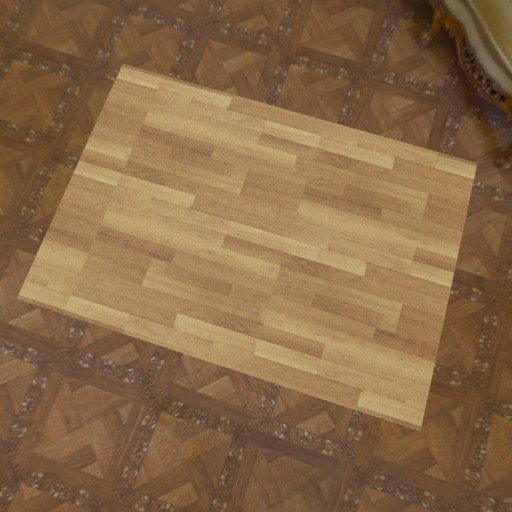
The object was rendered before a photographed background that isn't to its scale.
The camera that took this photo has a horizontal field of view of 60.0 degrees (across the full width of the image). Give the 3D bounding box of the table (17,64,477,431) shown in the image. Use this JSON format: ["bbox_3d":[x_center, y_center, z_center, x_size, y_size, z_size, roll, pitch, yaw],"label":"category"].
[{"bbox_3d":[0.000,0.000,1.820,1.300,0.750,0.900,17,77,4],"label":"table"}]
